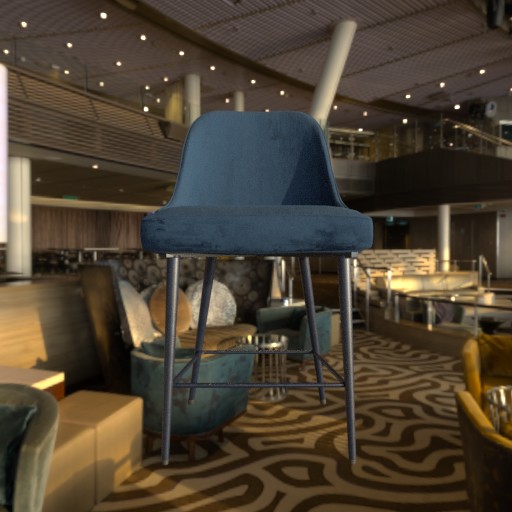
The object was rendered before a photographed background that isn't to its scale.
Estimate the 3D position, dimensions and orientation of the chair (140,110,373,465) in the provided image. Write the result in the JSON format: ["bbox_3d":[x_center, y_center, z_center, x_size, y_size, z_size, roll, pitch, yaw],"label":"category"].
[{"bbox_3d":[0.000,0.000,1.200,0.526,0.927,0.489,0,1,0],"label":"chair"}]
